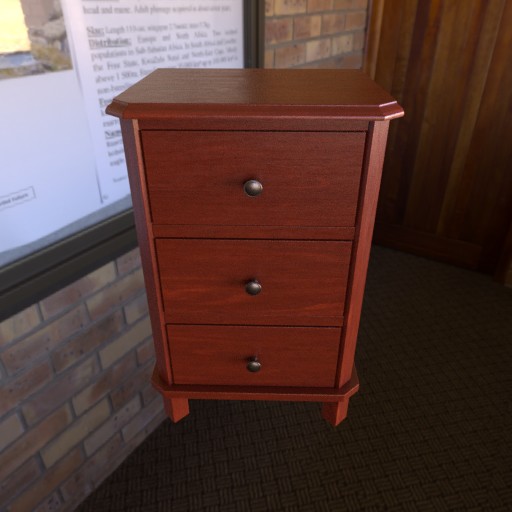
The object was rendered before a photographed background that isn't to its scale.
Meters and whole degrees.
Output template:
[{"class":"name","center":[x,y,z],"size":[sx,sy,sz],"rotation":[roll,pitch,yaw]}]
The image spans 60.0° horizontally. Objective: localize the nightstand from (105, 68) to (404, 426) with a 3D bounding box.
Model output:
[{"class":"nightstand","center":[0.000,0.000,0.927],"size":[0.435,0.681,0.351],"rotation":[1,31,1]}]
